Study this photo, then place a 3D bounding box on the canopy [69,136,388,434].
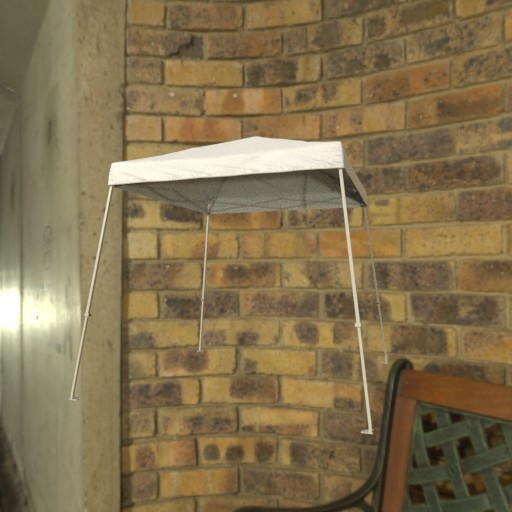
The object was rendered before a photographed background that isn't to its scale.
[{"bbox_3d":[0.000,0.000,6.609,3.599,3.600,3.600,-1,-2,19],"label":"canopy"}]
